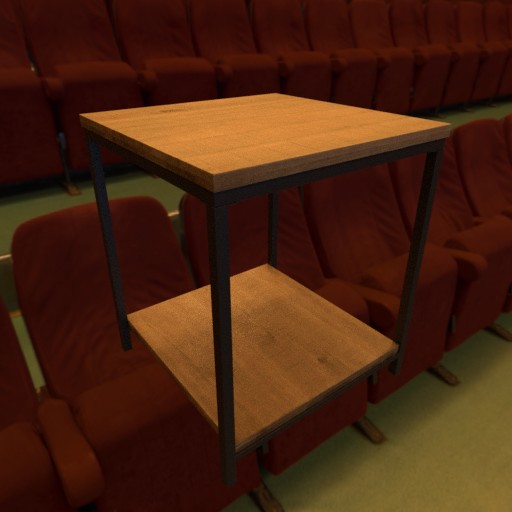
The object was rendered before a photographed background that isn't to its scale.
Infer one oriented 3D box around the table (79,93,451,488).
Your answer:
[{"bbox_3d":[0.000,0.000,0.980,0.507,0.589,0.503,-19,33,-32],"label":"table"}]
